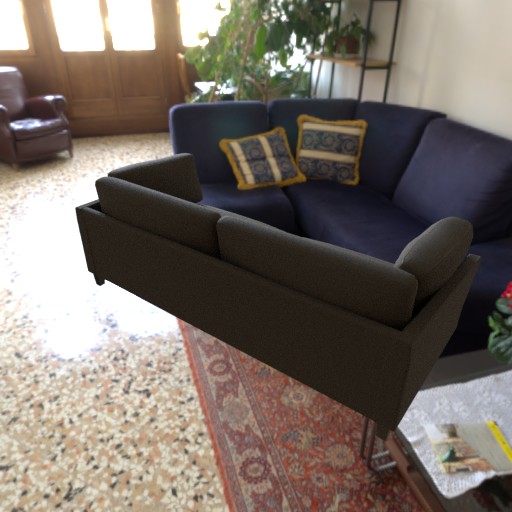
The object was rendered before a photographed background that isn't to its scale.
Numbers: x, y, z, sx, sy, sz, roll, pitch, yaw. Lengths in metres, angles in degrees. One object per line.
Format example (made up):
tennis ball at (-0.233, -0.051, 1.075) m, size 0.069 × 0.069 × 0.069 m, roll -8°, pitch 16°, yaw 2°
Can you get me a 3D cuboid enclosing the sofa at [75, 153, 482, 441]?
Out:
sofa at (0.000, 0.000, 2.721) m, size 2.312 × 0.792 × 0.969 m, roll 20°, pitch 35°, yaw 32°
